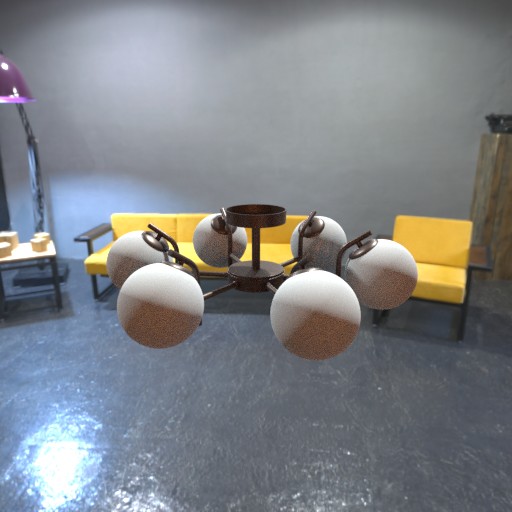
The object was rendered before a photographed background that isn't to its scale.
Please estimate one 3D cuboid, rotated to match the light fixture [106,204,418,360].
[{"bbox_3d":[0.000,0.000,0.941,0.662,0.201,0.662,0,16,0],"label":"light fixture"}]
